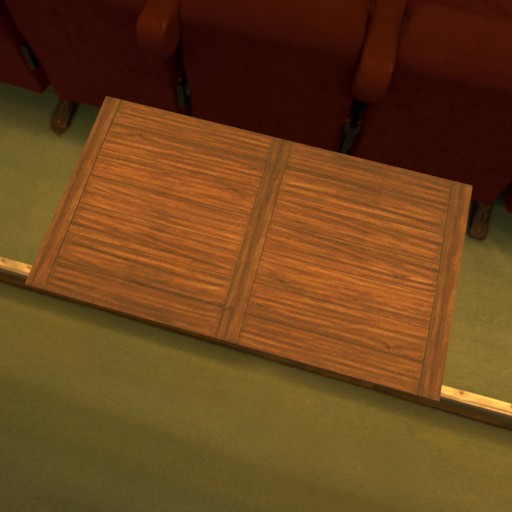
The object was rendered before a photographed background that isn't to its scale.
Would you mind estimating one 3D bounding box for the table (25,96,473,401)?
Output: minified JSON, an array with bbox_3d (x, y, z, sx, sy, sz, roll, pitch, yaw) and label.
[{"bbox_3d":[0.000,0.000,2.540,1.966,0.793,1.071,15,74,4],"label":"table"}]
